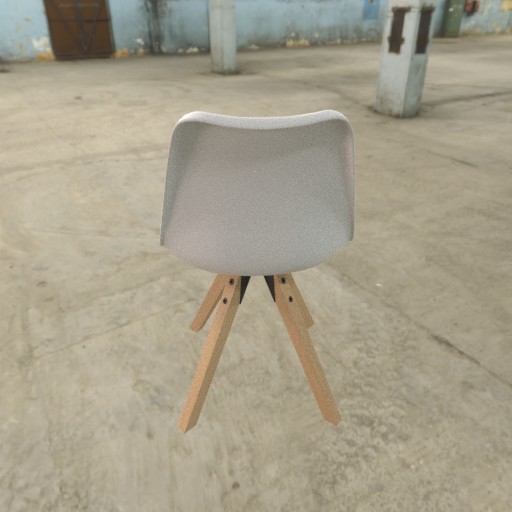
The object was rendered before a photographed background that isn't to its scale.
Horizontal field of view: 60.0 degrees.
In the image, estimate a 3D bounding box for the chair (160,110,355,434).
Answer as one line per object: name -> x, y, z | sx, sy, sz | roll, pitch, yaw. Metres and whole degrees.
chair -> 0.000, 0.000, 1.191 | 0.485, 0.850, 0.550 | -2, 29, -3
